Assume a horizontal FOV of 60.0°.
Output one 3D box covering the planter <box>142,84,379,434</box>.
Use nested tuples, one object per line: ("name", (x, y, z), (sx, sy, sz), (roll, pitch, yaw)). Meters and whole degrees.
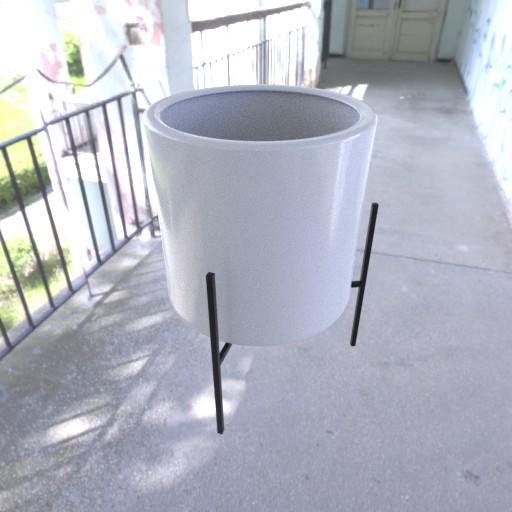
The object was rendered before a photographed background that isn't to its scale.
("planter", (0.000, 0.000, 0.745), (0.360, 0.480, 0.361), (11, 34, 16))
